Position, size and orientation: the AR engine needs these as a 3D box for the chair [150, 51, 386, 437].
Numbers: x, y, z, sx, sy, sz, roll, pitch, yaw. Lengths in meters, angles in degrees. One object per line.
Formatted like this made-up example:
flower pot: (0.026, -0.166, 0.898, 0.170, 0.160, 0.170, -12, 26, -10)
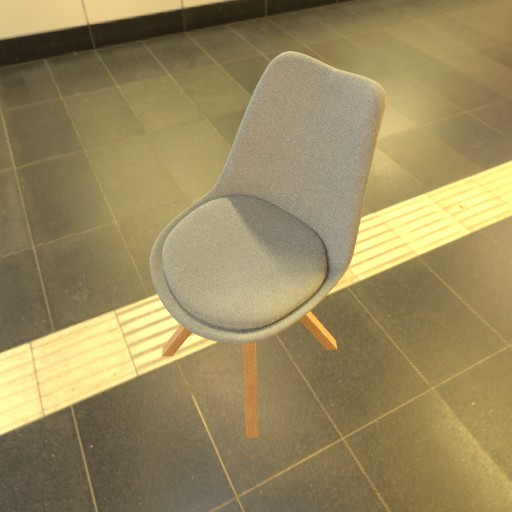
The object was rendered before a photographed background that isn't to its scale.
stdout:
chair: (0.000, 0.000, 1.192, 0.474, 0.863, 0.549, 35, 56, 28)
